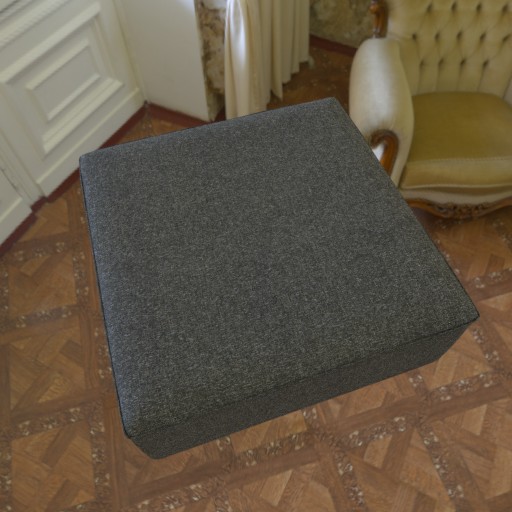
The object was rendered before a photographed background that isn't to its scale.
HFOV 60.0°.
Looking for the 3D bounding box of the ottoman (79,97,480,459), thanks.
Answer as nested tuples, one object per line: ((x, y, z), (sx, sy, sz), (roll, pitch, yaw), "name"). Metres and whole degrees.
((0.000, 0.000, 1.537), (1.017, 0.423, 1.021), (-15, 59, -10), "ottoman")
